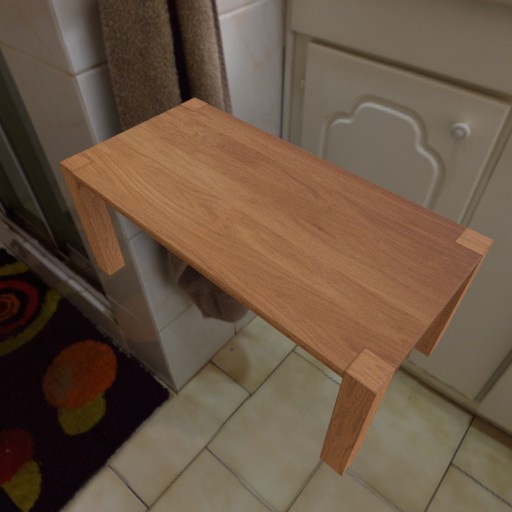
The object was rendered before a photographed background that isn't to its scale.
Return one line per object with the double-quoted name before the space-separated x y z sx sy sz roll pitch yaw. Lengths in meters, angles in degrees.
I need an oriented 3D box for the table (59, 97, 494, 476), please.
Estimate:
"table" 0.000 0.000 2.262 1.800 0.760 0.900 33 55 28
